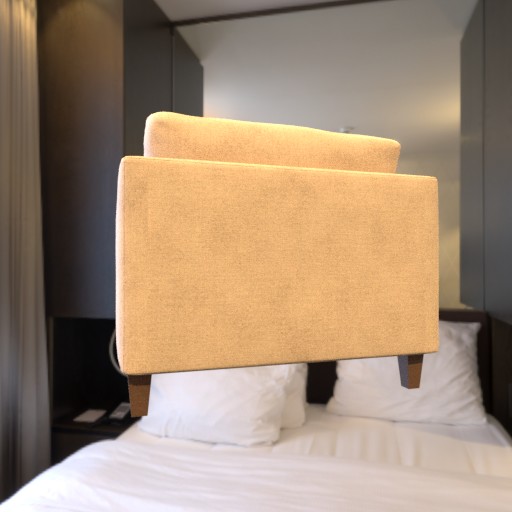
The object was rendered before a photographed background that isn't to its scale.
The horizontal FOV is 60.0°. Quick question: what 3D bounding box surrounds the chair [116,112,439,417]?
[{"bbox_3d":[0.000,0.000,1.878,1.133,0.961,0.959,0,-1,-18],"label":"chair"}]
